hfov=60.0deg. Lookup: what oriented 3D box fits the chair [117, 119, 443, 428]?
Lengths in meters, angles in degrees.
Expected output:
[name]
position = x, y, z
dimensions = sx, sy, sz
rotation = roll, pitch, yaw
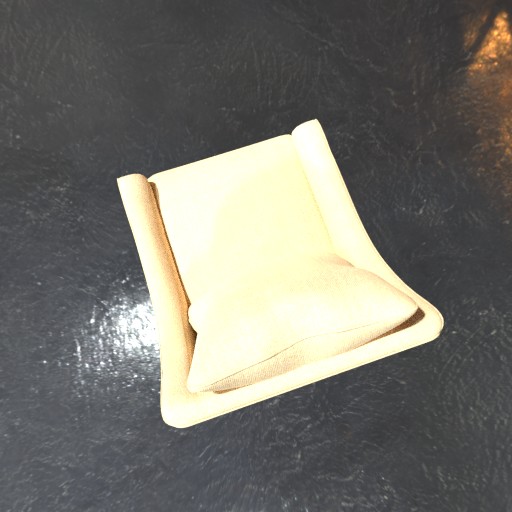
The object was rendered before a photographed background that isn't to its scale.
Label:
[chair]
position = 0.000, 0.000, 1.543
dimensions = 0.760, 0.927, 0.876
rotation = -18, 76, -5
